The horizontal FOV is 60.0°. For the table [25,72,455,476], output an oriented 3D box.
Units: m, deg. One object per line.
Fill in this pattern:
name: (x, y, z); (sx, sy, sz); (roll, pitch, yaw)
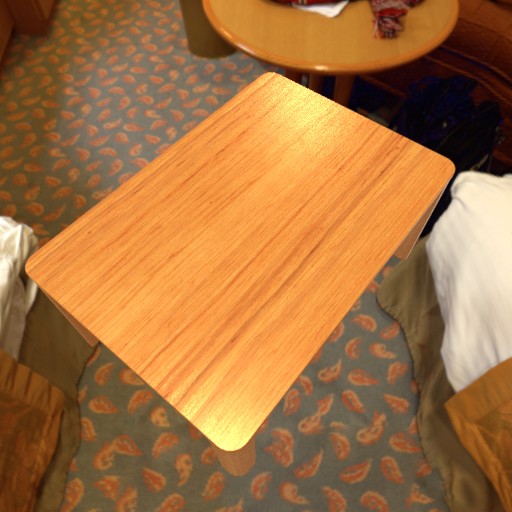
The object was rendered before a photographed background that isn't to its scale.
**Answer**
table: (0.000, 0.000, 1.364); (0.696, 0.445, 0.997); (34, 64, 20)
